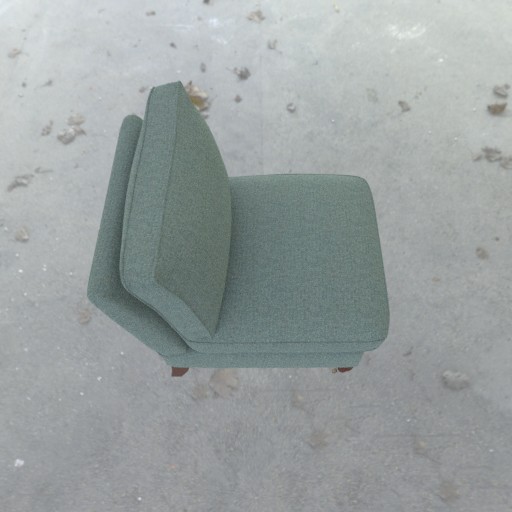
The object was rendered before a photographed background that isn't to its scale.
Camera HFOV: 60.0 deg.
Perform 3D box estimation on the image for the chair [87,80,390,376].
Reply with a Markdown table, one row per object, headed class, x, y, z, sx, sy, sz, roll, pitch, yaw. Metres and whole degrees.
| class | x | y | z | sx | sy | sz | roll | pitch | yaw |
| --- | --- | --- | --- | --- | --- | --- | --- | --- | --- |
| chair | 0.000 | 0.000 | 1.447 | 0.796 | 0.901 | 0.624 | 0 | 61 | 0 |
